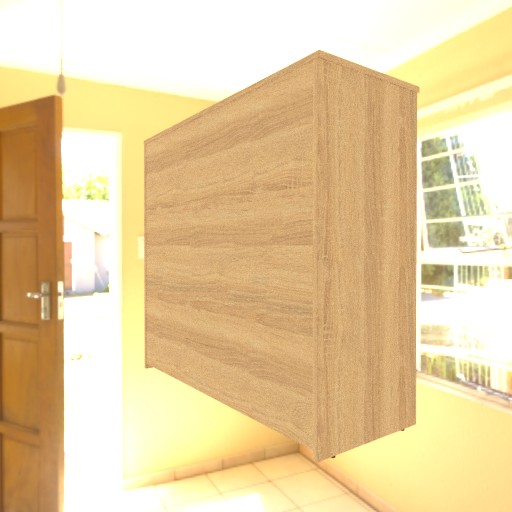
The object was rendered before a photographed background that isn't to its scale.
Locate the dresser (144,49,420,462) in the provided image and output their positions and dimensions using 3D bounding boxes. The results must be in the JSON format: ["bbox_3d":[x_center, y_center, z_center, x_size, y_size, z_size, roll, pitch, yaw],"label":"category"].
[{"bbox_3d":[0.000,0.000,1.466,0.380,0.900,0.980,0,1,-36],"label":"dresser"}]
